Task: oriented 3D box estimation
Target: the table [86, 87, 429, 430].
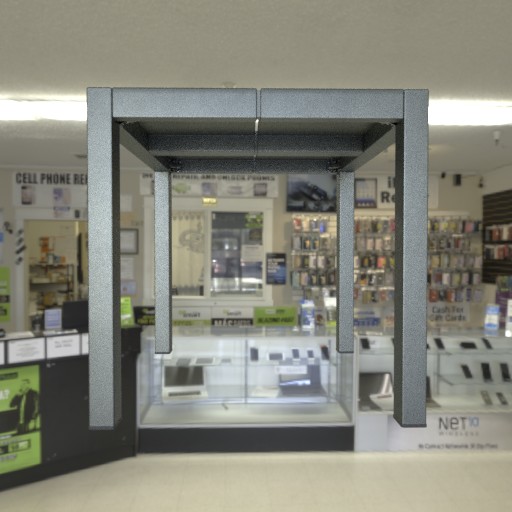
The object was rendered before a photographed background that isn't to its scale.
[{"bbox_3d":[0.000,0.000,0.912,0.508,0.508,0.508,0,1,-1],"label":"table"}]
